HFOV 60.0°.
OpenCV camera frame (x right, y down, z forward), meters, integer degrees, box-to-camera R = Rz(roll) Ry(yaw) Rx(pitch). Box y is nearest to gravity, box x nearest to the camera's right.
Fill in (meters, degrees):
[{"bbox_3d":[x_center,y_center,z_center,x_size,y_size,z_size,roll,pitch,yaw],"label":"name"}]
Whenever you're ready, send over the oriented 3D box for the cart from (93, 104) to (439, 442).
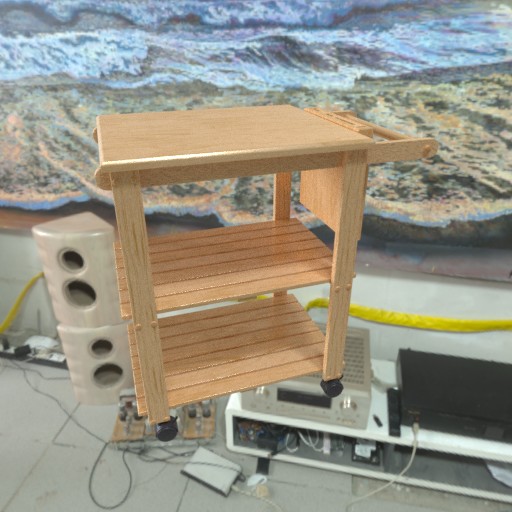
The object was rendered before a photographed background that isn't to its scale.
[{"bbox_3d":[0.000,0.000,1.375,0.843,0.816,0.520,-9,29,-16],"label":"cart"}]
